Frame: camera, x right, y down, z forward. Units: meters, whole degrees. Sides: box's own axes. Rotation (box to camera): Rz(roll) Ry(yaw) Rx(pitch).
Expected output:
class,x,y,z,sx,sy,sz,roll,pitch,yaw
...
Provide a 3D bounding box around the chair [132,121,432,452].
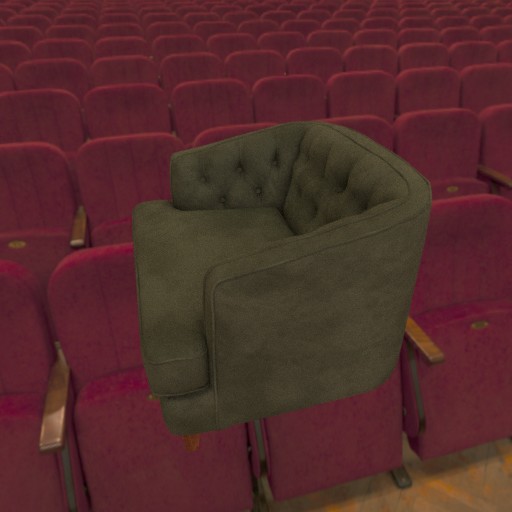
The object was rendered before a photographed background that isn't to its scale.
class,x,y,z,sx,sy,sz,roll,pitch,yaw
chair,0.000,0.000,1.761,0.941,0.852,1.104,-8,32,-13
